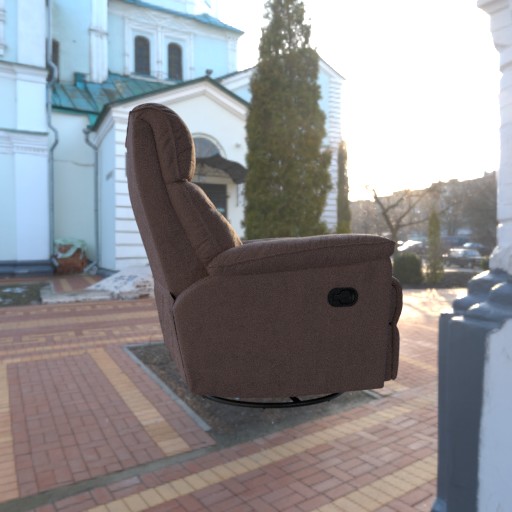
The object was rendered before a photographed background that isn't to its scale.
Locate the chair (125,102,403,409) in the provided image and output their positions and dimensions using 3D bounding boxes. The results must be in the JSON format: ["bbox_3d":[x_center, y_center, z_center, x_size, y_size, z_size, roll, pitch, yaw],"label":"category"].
[{"bbox_3d":[0.000,0.000,1.805,1.004,1.037,0.820,0,2,-18],"label":"chair"}]
